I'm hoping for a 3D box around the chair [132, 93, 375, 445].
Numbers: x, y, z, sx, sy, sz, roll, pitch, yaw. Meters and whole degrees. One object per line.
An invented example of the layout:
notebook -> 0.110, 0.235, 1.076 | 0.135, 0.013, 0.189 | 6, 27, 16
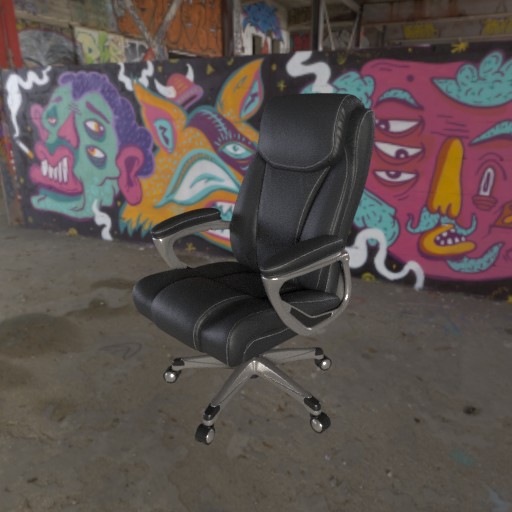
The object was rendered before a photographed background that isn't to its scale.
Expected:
chair -> 0.000, 0.000, 1.669 | 0.784, 1.167, 0.741 | -17, 24, -42
